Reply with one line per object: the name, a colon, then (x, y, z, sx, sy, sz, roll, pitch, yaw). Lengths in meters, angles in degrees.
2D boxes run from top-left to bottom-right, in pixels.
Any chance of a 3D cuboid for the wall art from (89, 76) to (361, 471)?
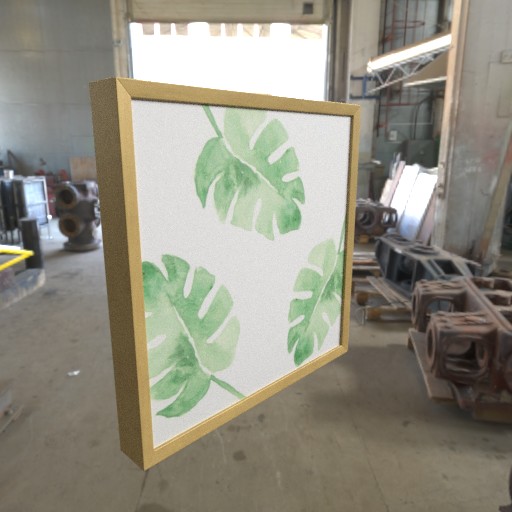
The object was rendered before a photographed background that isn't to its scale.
wall art: (0.000, 0.000, 0.447, 0.038, 0.305, 0.305, 13, 19, 42)
